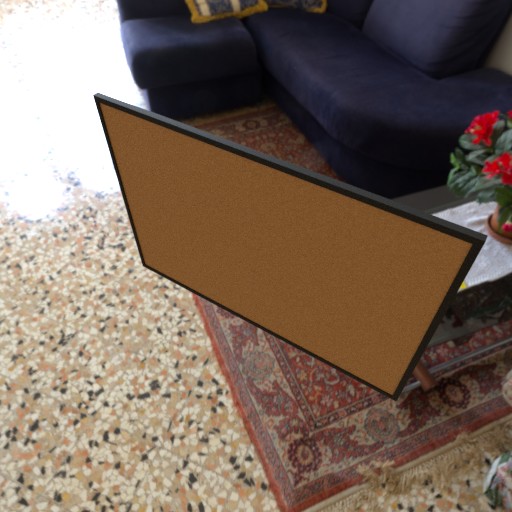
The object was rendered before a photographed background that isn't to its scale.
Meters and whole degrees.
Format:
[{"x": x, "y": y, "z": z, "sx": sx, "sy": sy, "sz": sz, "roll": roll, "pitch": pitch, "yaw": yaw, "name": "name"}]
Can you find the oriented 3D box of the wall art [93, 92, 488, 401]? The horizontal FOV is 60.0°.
[{"x": 0.000, "y": 0.000, "z": 0.829, "sx": 0.664, "sy": 0.458, "sz": 0.013, "roll": 25, "pitch": 53, "yaw": 21, "name": "wall art"}]
